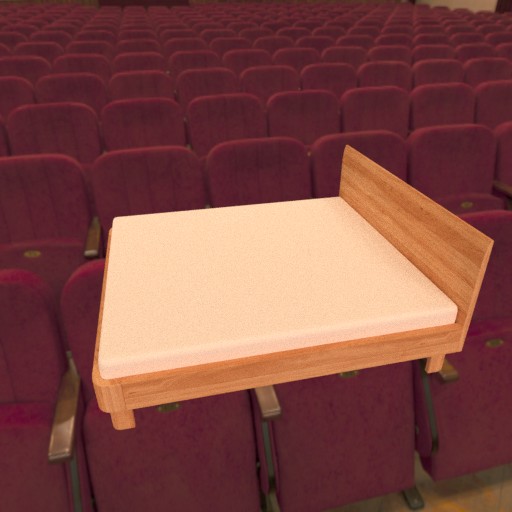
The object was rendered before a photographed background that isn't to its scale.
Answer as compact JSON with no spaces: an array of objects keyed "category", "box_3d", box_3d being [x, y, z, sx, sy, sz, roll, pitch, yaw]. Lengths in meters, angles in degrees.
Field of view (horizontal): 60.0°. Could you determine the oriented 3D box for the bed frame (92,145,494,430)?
[{"category":"bed frame","box_3d":[0.000,0.000,3.106,2.092,0.940,1.872,-7,30,-12]}]
